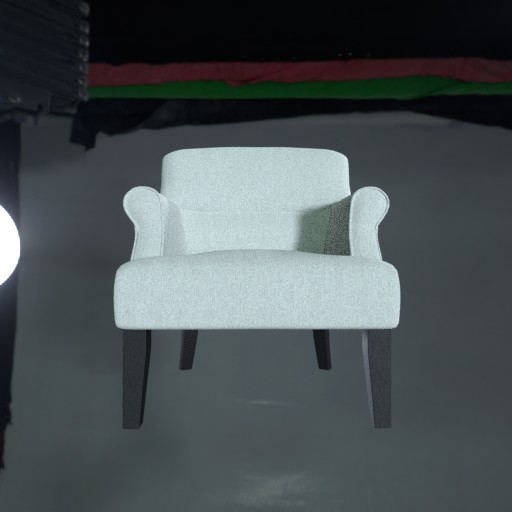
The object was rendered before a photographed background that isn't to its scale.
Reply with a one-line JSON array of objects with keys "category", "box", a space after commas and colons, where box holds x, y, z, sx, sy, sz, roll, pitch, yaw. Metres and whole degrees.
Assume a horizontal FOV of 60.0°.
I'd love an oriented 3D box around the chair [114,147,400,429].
[{"category": "chair", "box": [0.000, 0.000, 1.462, 0.781, 0.875, 0.750, 0, 0, -1]}]
